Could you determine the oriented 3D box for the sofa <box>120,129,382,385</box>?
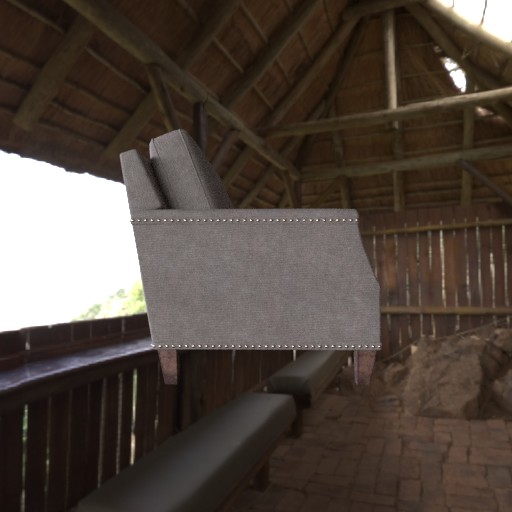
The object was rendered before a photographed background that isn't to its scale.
[{"bbox_3d":[0.000,0.000,2.786,1.034,1.042,2.226,0,-1,1],"label":"sofa"}]
